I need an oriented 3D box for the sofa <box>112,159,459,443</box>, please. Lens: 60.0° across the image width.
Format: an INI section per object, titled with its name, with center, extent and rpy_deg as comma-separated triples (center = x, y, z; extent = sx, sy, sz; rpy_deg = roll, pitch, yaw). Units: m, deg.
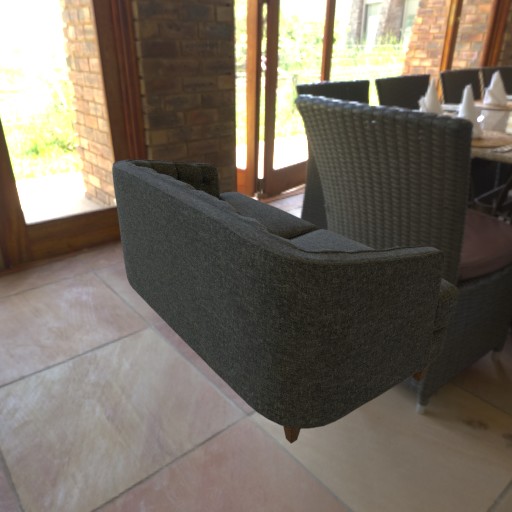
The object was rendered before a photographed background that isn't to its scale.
[sofa]
center = 0.000, 0.000, 2.262
extent = 0.941, 0.855, 1.733
rpy_deg = -18, 31, -33
